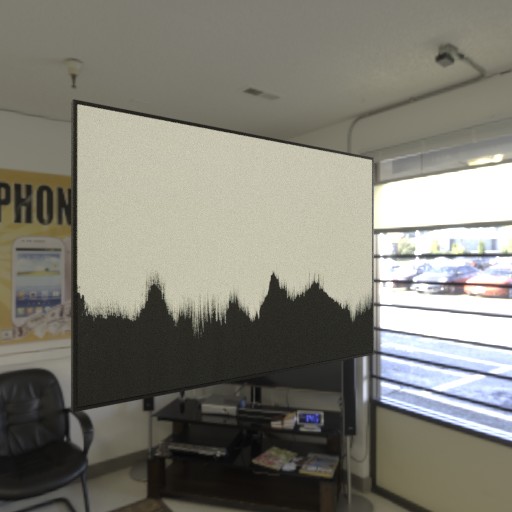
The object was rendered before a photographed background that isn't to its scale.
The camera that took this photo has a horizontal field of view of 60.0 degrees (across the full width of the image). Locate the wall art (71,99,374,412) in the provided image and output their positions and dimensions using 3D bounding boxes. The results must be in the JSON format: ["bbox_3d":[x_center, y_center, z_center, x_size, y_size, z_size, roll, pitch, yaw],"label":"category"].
[{"bbox_3d":[0.000,0.000,1.219,0.957,0.660,0.019,0,0,-35],"label":"wall art"}]
